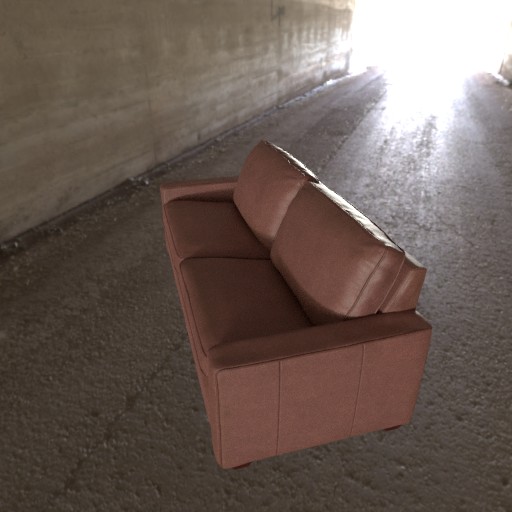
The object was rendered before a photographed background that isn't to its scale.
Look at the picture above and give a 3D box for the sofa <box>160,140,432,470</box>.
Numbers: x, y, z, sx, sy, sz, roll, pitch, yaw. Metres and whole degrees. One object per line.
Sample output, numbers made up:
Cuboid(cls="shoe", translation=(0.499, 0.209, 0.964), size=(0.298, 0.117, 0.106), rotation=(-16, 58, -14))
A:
Cuboid(cls="sofa", translation=(0.000, 0.000, 2.581), size=(0.940, 0.919, 2.080), rotation=(-8, 30, -14))
